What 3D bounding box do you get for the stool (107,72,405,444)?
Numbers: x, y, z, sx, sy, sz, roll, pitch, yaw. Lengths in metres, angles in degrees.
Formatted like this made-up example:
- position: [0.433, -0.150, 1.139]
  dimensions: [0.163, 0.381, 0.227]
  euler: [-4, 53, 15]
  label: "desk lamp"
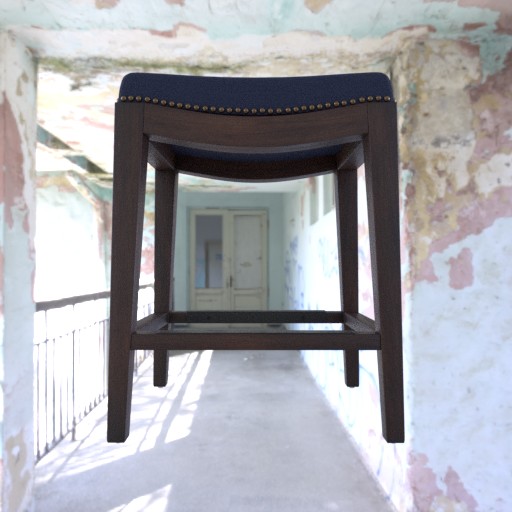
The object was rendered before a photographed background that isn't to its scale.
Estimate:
- position: [0.000, 0.000, 0.926]
  dimensions: [0.500, 0.642, 0.361]
  euler: [0, -1, 0]
  label: "stool"
